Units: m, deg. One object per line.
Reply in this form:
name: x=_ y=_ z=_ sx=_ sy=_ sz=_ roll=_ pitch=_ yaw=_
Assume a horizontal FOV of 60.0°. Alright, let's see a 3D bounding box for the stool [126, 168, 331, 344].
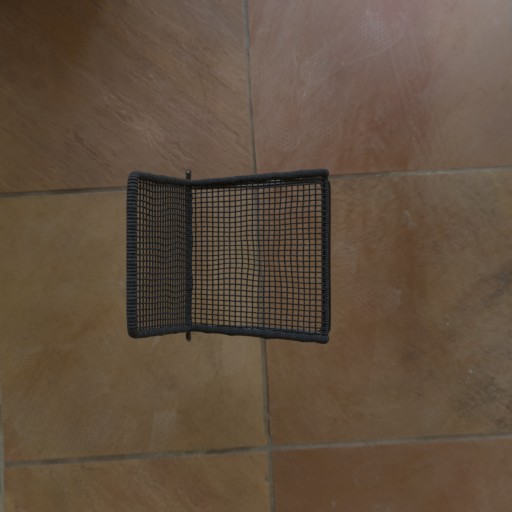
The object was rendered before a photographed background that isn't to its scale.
stool: x=0.000 y=0.000 z=1.254 sx=0.509 sy=0.905 sz=0.590 roll=0 pitch=90 yaw=0
